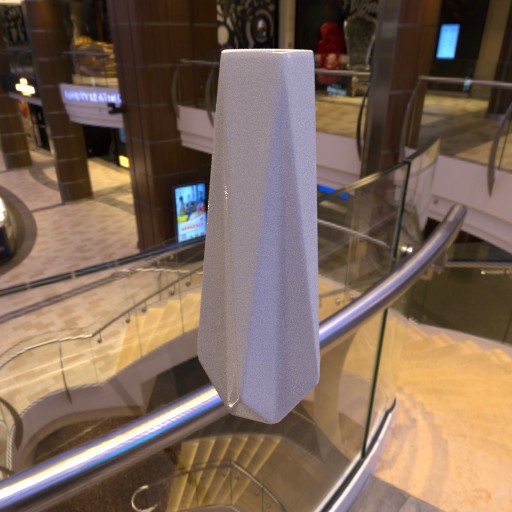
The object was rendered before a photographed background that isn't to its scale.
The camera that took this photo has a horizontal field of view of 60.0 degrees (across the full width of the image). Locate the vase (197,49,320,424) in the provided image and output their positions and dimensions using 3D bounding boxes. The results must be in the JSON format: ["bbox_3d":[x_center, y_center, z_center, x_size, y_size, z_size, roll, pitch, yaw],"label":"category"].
[{"bbox_3d":[0.000,0.000,0.391,0.116,0.329,0.122,0,26,0],"label":"vase"}]
